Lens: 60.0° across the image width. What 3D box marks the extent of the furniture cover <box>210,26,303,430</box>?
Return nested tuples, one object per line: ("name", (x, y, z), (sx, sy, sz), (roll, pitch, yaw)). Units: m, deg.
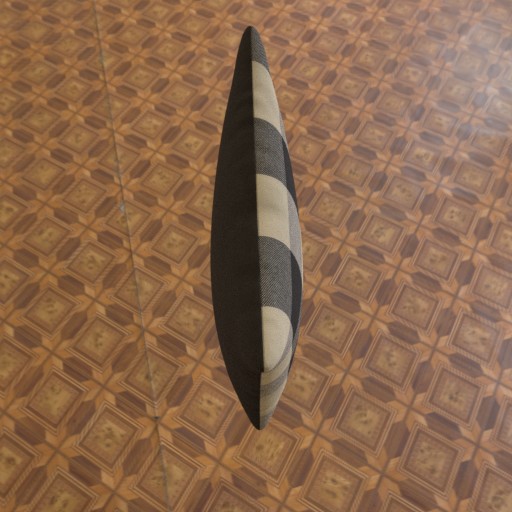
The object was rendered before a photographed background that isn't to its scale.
("furniture cover", (0.000, 0.000, 0.763), (0.161, 0.509, 0.511), (-2, 62, -1))
